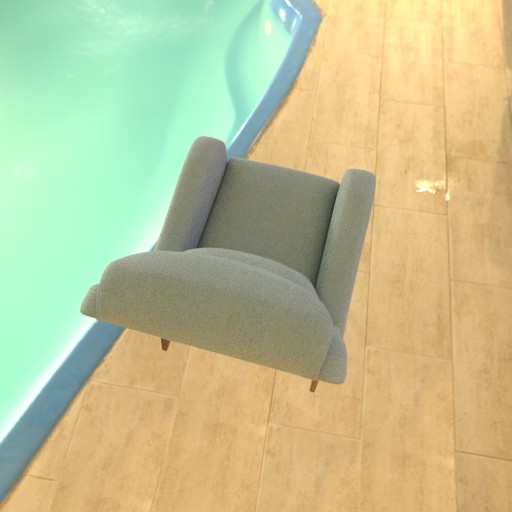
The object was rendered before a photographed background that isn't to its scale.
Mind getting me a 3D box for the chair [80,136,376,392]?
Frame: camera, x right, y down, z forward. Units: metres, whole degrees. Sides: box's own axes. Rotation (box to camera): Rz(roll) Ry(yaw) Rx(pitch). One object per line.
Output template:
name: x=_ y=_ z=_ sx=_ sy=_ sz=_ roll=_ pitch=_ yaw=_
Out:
chair: x=0.000 y=0.000 z=1.706 sx=0.785 sy=1.067 sz=0.988 roll=14 pitch=64 yaw=7
